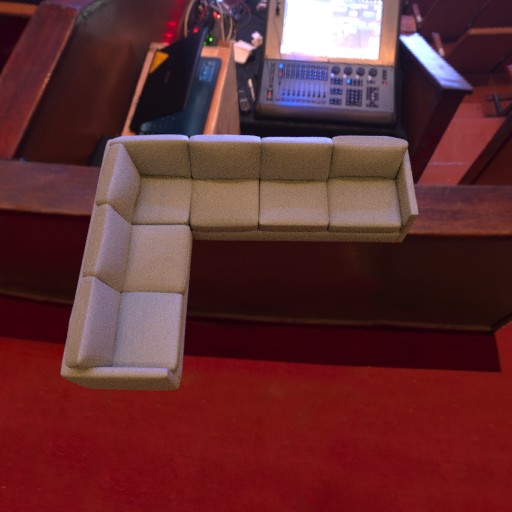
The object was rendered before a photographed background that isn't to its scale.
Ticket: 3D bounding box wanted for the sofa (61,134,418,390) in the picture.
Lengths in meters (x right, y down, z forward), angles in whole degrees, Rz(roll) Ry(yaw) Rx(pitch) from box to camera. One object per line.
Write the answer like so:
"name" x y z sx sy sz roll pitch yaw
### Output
"sofa" 0.000 0.000 4.487 3.301 0.947 2.592 1 64 0
